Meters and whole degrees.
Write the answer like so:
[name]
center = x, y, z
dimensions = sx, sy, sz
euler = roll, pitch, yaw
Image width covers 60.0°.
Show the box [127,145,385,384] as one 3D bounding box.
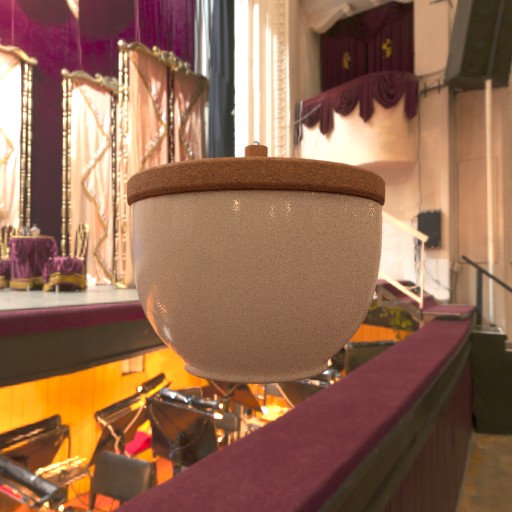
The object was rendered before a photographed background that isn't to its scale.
[box]
center = 0.000, 0.000, 0.191
dimensions = 0.107, 0.094, 0.107
euler = 0, -1, 0
